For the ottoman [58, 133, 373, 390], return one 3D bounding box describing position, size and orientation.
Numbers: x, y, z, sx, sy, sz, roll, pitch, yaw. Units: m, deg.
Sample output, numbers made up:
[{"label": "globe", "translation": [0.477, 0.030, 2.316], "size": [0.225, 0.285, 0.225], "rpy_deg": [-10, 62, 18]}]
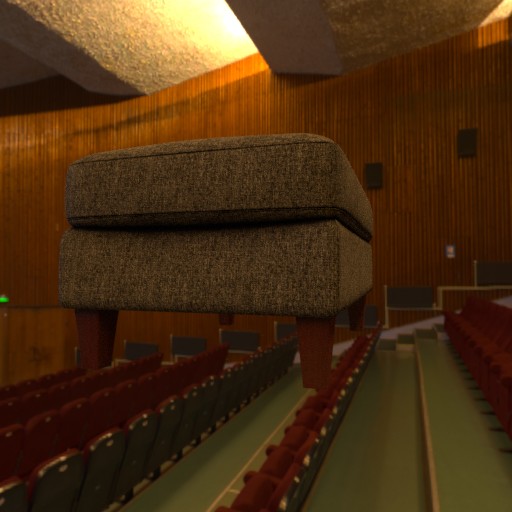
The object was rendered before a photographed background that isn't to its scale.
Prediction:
[{"label": "ottoman", "translation": [0.000, 0.000, 1.213], "size": [0.584, 0.483, 0.864], "rpy_deg": [0, -1, 18]}]
